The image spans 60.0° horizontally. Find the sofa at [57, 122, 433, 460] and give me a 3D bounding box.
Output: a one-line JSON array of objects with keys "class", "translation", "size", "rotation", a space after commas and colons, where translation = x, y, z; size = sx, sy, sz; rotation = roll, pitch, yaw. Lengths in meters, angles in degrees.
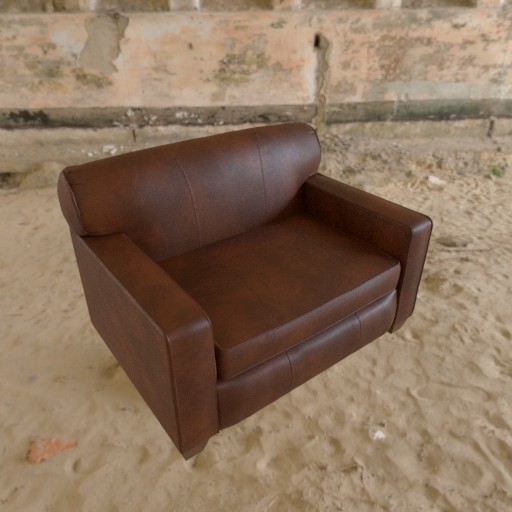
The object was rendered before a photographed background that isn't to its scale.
[{"class": "sofa", "translation": [0.000, 0.000, 2.083], "size": [1.413, 0.956, 1.000], "rotation": [-21, 36, -31]}]
